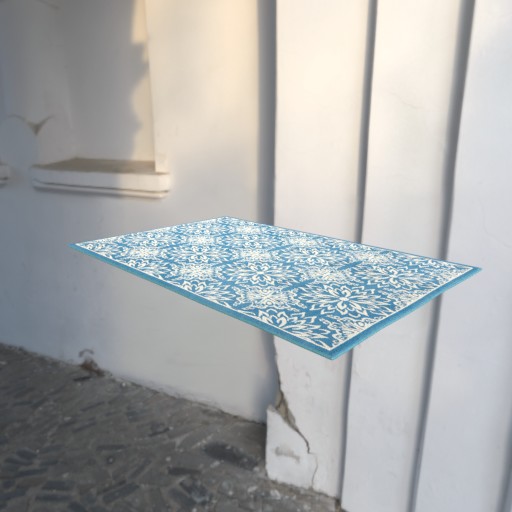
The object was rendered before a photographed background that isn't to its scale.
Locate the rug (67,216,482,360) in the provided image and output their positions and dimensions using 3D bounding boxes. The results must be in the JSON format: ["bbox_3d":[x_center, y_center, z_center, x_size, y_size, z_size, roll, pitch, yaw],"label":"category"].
[{"bbox_3d":[0.000,0.000,3.496,2.769,0.018,1.830,15,22,43],"label":"rug"}]
